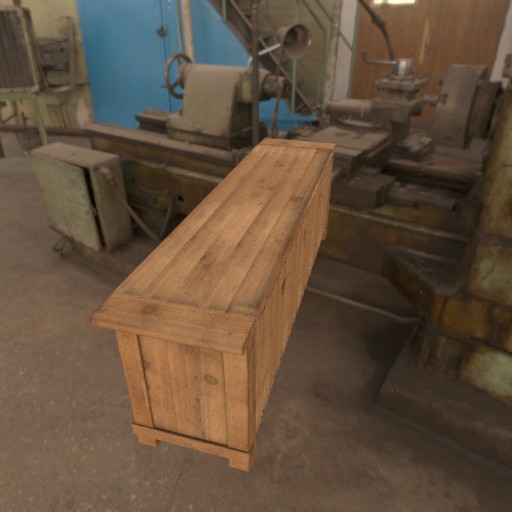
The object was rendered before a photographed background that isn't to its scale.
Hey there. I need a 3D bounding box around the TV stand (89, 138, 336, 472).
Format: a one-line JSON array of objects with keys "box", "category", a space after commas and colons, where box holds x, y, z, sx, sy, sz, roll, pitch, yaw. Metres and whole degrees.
[{"box": [0.000, 0.000, 2.028, 0.453, 0.573, 1.804, 8, 31, 14], "category": "TV stand"}]
